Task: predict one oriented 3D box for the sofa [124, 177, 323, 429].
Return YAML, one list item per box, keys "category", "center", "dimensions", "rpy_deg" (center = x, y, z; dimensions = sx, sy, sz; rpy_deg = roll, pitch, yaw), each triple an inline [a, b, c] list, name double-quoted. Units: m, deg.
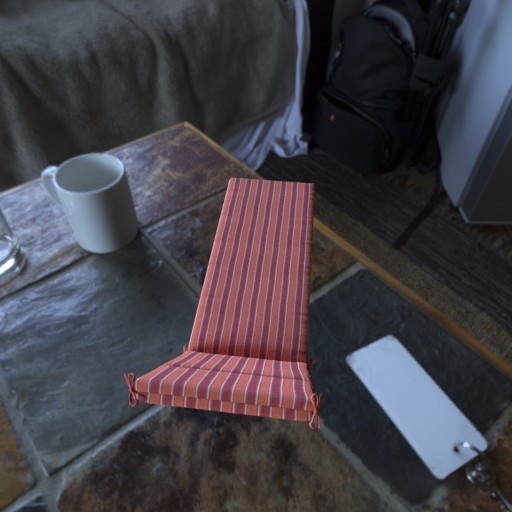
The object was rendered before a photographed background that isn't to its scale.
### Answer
- category: "sofa"
  center: [0.000, 0.000, 1.957]
  dimensions: [0.582, 0.622, 1.663]
  rpy_deg: [5, 49, 4]
